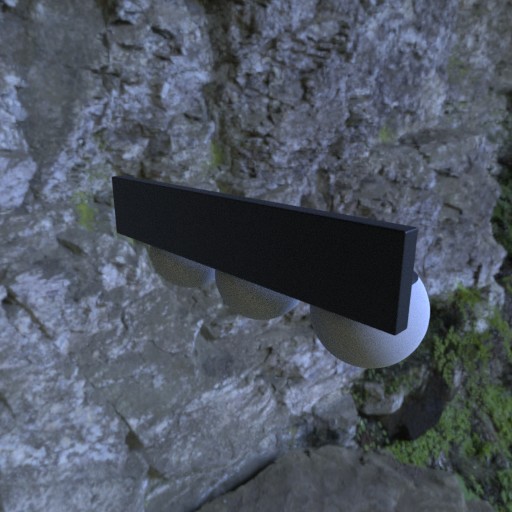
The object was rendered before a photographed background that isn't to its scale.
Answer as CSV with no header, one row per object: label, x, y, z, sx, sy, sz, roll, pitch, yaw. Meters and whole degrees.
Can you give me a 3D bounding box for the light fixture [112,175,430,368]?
light fixture,0.000,0.000,0.862,0.218,0.263,0.721,-16,23,-41
